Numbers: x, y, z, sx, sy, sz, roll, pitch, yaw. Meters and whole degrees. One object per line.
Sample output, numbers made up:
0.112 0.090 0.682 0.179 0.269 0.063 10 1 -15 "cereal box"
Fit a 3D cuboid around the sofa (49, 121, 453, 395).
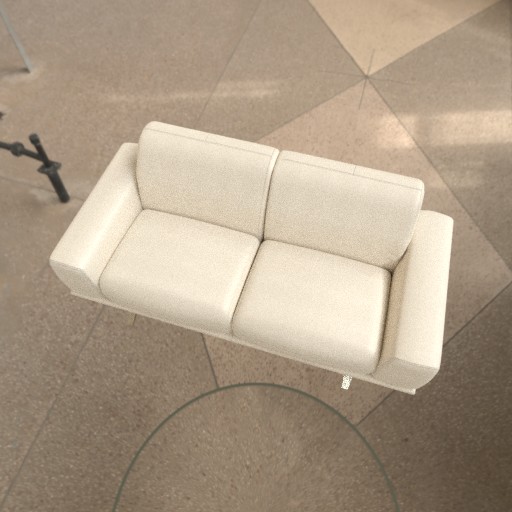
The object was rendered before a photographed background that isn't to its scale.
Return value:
0.000 0.000 2.360 1.901 0.772 0.900 15 59 9 "sofa"
